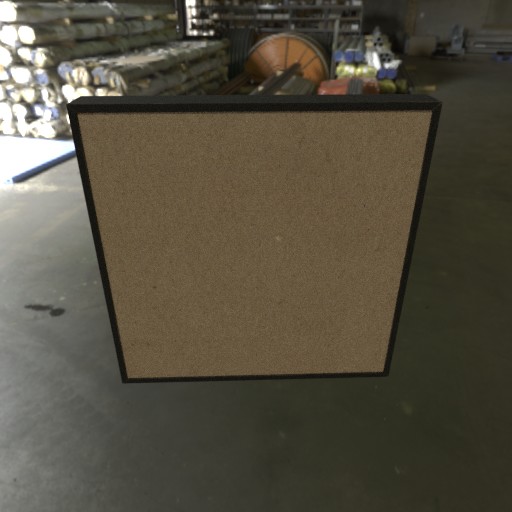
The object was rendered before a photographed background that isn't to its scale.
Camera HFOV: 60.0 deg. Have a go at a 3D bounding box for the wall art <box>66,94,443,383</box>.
[{"bbox_3d":[0.000,0.000,0.449,0.305,0.305,0.038,-1,29,-2],"label":"wall art"}]
